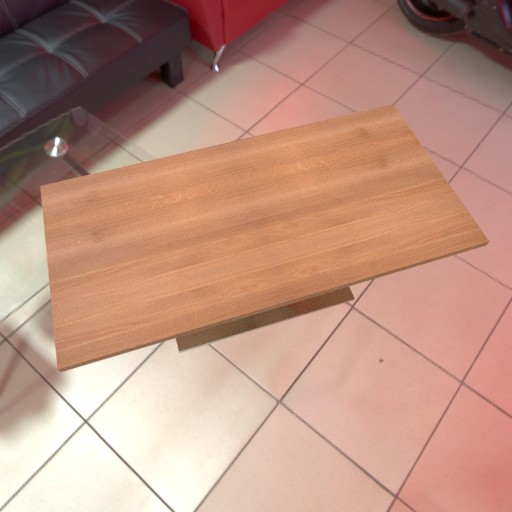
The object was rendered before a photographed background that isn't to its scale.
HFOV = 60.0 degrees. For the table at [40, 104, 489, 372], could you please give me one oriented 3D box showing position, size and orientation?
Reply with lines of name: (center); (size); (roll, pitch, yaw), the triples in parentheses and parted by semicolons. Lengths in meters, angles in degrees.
table: (0.000, 0.000, 2.287); (1.800, 0.750, 0.900); (-15, 60, -9)
